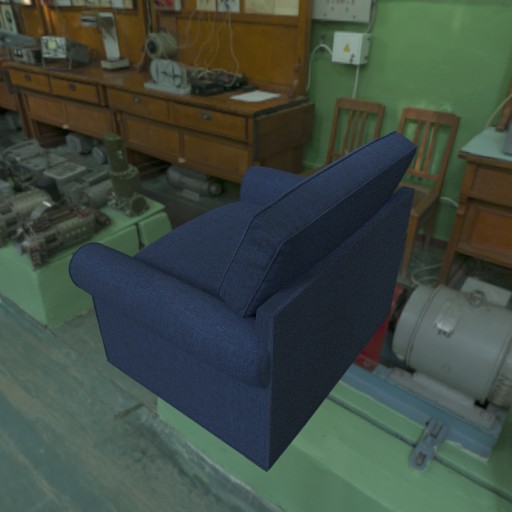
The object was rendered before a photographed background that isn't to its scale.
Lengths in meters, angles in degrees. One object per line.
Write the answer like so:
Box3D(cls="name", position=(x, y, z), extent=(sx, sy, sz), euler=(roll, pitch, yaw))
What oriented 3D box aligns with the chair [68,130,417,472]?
Box3D(cls="chair", position=(0.000, 0.000, 1.982), extent=(0.963, 1.044, 1.285), euler=(22, 38, 31))
